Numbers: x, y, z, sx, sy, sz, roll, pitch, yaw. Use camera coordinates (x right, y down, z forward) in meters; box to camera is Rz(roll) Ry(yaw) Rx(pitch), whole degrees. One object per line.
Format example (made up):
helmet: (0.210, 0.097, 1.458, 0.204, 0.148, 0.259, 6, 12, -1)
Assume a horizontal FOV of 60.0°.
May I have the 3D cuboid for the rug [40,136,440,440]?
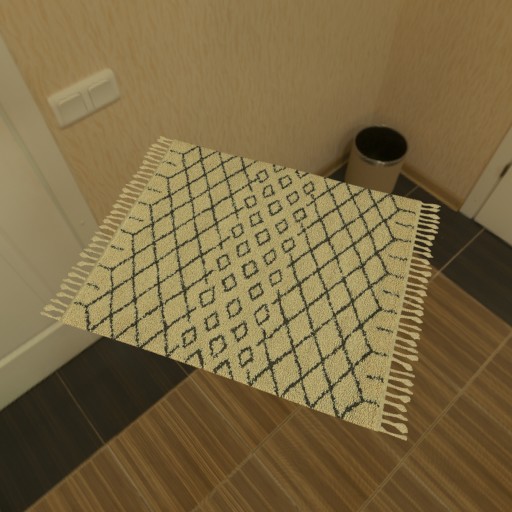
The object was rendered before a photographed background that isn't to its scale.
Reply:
rug: (0.000, 0.000, 4.215, 3.213, 0.030, 2.388, 16, 59, 10)
